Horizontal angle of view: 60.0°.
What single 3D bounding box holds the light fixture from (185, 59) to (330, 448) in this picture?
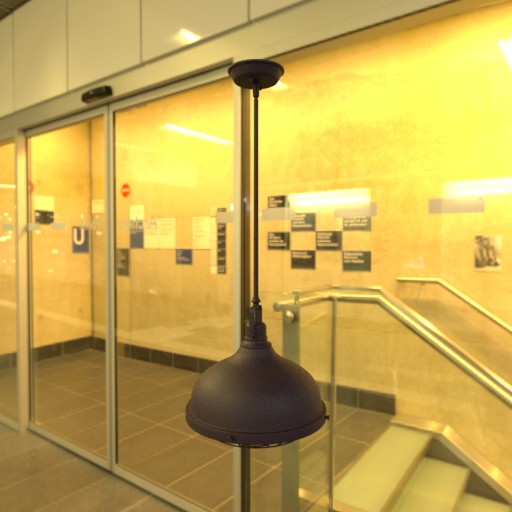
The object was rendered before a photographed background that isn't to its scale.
[{"bbox_3d":[0.000,0.000,1.026,0.341,0.849,0.341,0,2,18],"label":"light fixture"}]
